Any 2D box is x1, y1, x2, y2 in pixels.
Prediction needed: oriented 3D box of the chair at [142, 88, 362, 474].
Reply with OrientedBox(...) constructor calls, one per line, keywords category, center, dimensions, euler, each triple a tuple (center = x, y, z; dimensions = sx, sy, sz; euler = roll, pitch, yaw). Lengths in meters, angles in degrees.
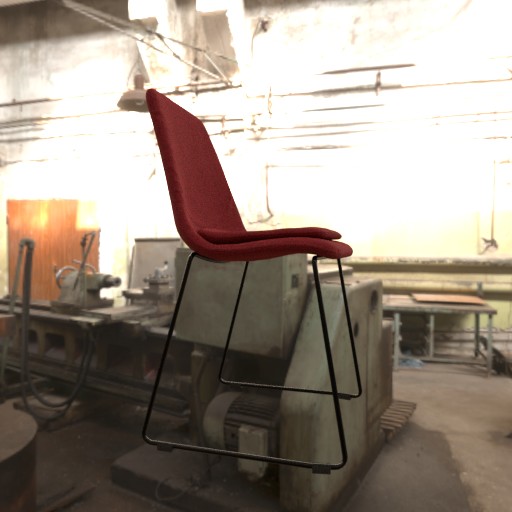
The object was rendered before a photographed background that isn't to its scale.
OrientedBox(category="chair", center=(0.000, 0.000, 1.161), dimensions=(0.518, 0.858, 0.479), euler=(0, 1, 17))
